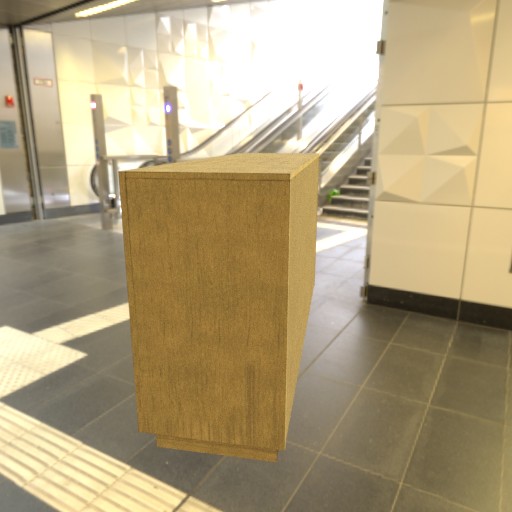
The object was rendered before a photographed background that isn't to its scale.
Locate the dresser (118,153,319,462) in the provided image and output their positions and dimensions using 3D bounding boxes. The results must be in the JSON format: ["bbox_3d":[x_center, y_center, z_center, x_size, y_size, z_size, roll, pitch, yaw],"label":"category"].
[{"bbox_3d":[0.000,0.000,2.078,0.483,0.889,1.628,3,15,10],"label":"dresser"}]
